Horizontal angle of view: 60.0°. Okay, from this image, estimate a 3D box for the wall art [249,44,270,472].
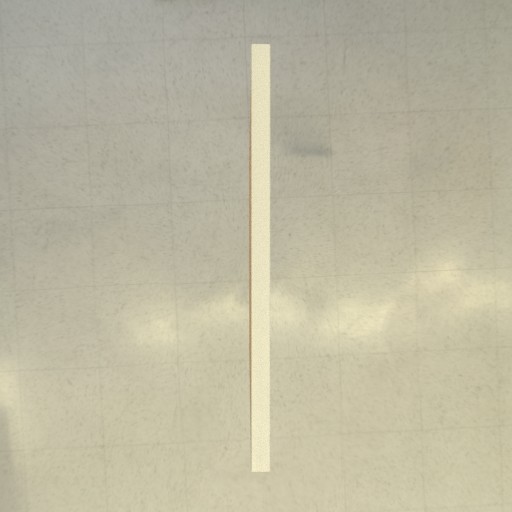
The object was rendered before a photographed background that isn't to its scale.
[{"bbox_3d":[0.000,0.000,0.727,0.020,0.536,0.444,0,91,-1],"label":"wall art"}]
